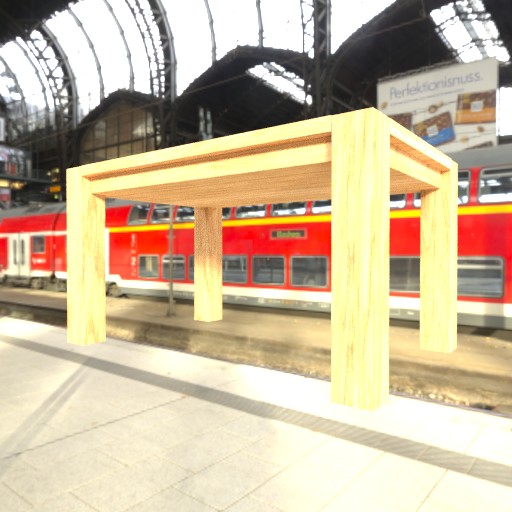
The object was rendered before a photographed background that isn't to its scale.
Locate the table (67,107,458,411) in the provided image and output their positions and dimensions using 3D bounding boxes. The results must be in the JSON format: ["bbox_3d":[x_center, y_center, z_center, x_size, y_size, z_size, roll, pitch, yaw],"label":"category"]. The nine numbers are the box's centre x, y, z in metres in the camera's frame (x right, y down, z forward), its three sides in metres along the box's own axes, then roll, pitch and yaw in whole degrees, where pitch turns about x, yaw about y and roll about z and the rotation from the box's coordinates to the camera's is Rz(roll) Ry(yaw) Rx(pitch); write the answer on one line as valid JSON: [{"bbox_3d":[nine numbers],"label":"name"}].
[{"bbox_3d":[0.000,0.000,1.883,1.400,0.760,0.900,1,1,37],"label":"table"}]
